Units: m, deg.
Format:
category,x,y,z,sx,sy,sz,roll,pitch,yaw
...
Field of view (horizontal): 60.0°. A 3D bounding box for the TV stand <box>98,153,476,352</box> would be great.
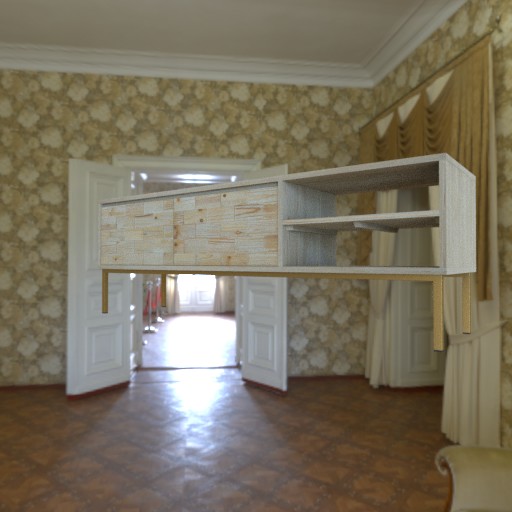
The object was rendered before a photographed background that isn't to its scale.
category,x,y,z,sx,sy,sz,roll,pitch,yaw
TV stand,0.000,0.000,1.854,1.600,0.550,0.420,-1,-1,36
